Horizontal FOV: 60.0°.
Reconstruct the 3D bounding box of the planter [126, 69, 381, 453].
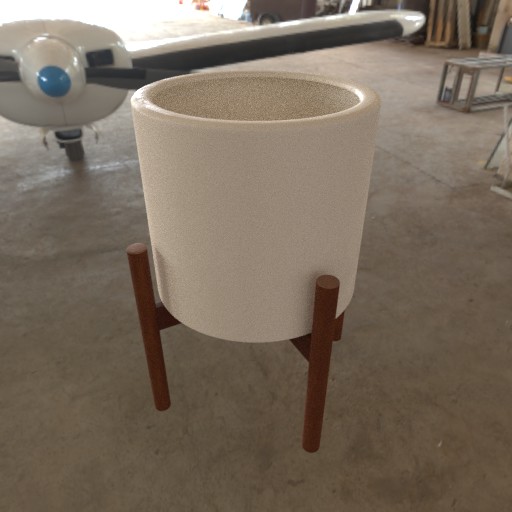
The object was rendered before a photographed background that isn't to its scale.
[{"bbox_3d":[0.000,0.000,0.501,0.224,0.358,0.224,9,34,15],"label":"planter"}]
